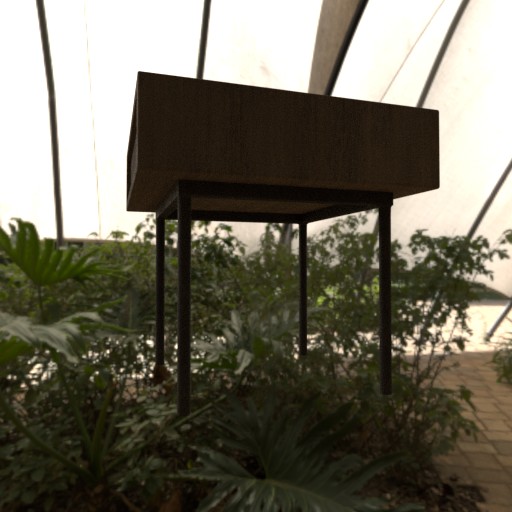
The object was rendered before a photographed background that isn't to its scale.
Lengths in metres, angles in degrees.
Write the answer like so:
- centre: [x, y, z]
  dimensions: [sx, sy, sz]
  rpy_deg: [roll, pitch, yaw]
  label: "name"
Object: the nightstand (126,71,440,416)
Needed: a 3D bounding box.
- centre: [0.000, 0.000, 0.917]
  dimensions: [0.503, 0.497, 0.502]
  rpy_deg: [0, -1, -18]
  label: "nightstand"
